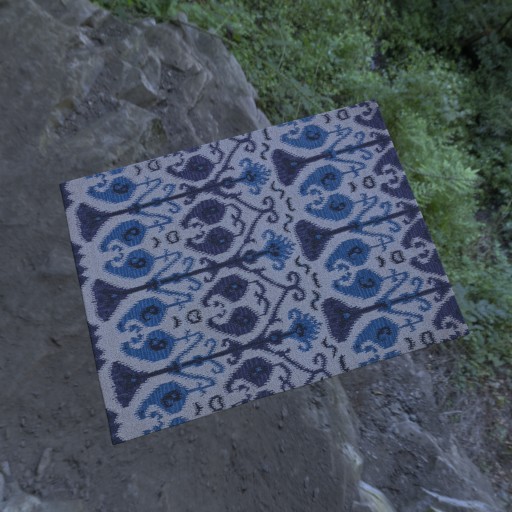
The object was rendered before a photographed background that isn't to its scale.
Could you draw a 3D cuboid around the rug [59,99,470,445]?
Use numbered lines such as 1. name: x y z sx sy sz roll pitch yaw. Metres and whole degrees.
1. rug: 0.000 0.000 4.076 3.228 0.024 2.443 -16 77 -4
